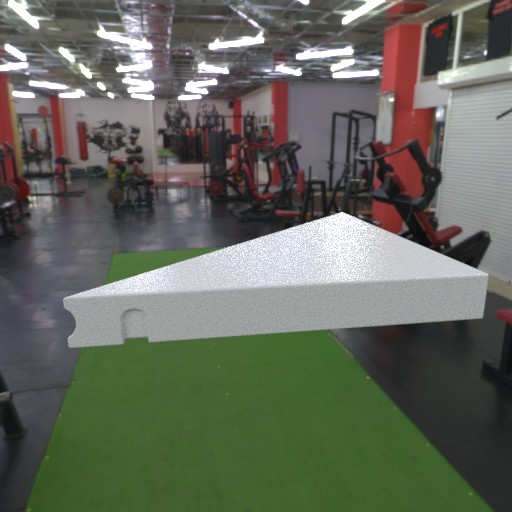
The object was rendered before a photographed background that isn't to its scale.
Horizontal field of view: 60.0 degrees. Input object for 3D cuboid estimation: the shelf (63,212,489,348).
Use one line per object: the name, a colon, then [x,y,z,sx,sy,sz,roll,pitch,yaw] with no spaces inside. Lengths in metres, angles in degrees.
shelf: [0.000,0.000,0.444,0.296,0.035,0.296,-3,15,-10]
